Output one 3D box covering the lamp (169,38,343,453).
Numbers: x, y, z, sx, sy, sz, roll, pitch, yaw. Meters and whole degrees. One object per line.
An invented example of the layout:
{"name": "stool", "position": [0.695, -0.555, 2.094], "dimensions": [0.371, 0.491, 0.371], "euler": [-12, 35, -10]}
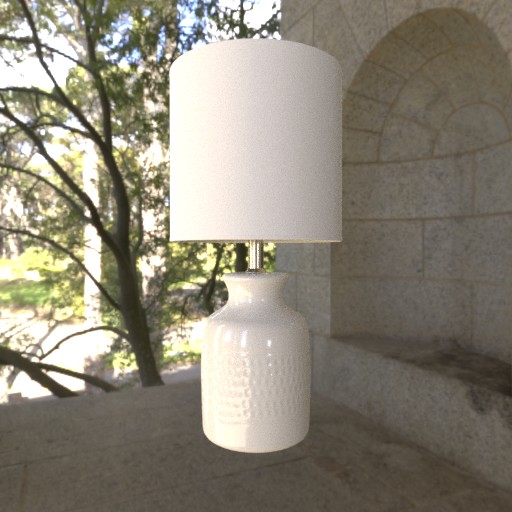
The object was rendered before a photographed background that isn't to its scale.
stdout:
{"name": "lamp", "position": [0.000, 0.000, 0.493], "dimensions": [0.188, 0.392, 0.188], "euler": [1, 1, 36]}
